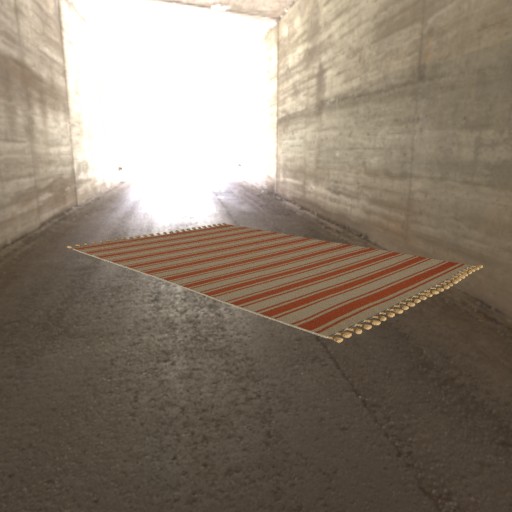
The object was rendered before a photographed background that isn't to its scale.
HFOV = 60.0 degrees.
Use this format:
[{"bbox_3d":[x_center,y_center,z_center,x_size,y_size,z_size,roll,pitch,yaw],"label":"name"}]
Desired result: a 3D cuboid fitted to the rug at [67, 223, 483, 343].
[{"bbox_3d":[0.000,0.000,2.994,2.433,0.022,1.556,13,18,43],"label":"rug"}]
